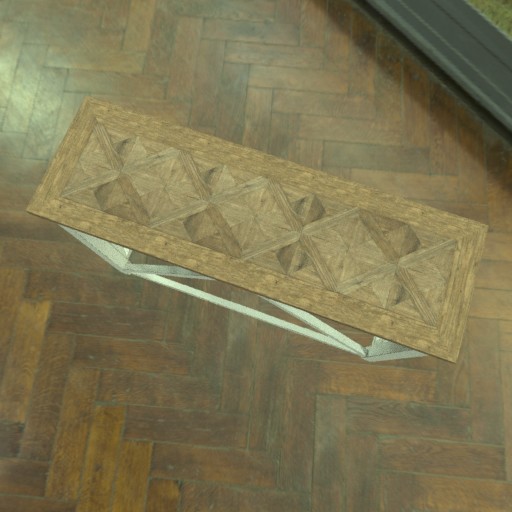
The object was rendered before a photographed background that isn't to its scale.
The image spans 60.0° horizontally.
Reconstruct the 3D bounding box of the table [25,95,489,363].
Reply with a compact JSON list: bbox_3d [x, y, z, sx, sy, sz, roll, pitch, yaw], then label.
[{"bbox_3d":[0.000,0.000,1.853,1.400,0.930,0.450,19,76,5],"label":"table"}]
